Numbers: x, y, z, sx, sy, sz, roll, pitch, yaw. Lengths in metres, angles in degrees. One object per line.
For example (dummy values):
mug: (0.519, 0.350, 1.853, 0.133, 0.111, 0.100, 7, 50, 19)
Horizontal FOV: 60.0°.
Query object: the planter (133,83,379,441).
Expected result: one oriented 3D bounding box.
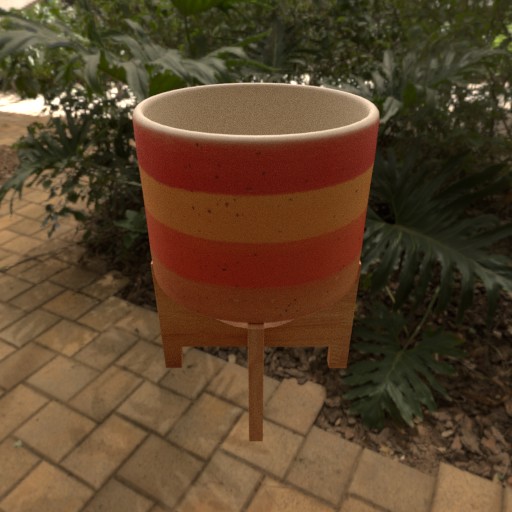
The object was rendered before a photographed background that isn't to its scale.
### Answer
planter: (0.000, 0.000, 0.569, 0.269, 0.379, 0.269, 0, 31, 0)
